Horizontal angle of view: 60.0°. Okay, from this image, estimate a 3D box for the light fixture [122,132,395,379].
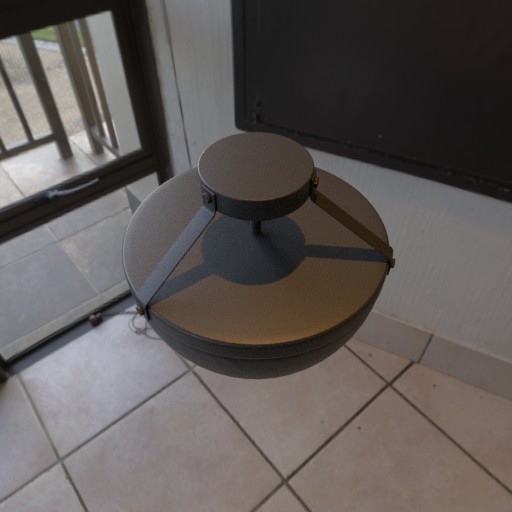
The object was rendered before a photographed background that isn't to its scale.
[{"bbox_3d":[0.000,0.000,0.538,0.304,0.269,0.304,0,47,0],"label":"light fixture"}]
